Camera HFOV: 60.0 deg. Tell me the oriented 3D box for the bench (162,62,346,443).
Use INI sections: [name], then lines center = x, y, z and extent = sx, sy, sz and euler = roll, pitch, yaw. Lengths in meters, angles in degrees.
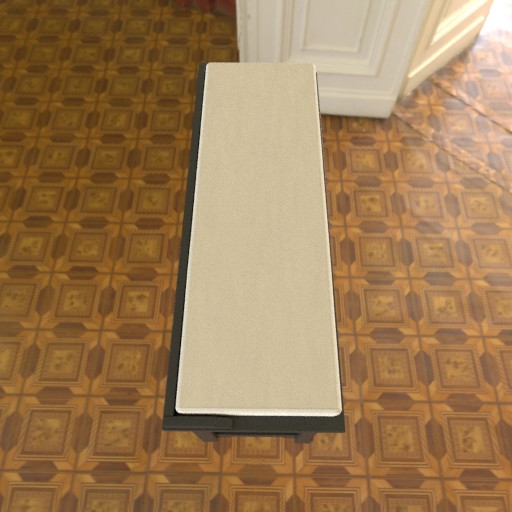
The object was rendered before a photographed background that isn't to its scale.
[bench]
center = 0.000, 0.000, 1.251
extent = 0.345, 0.561, 0.973
euler = 0, 62, 0
